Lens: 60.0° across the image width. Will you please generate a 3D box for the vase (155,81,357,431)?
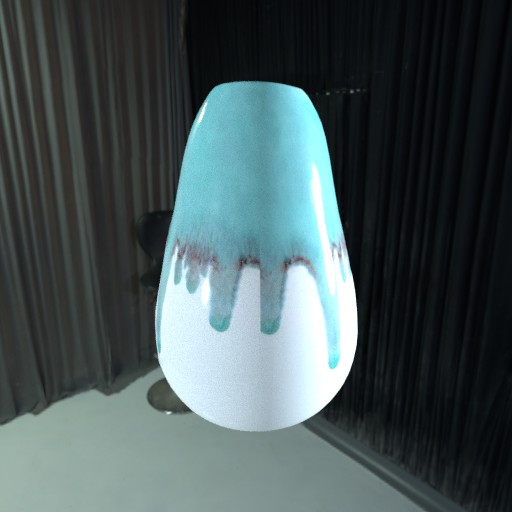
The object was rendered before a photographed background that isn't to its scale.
[{"bbox_3d":[0.000,0.000,0.249,0.116,0.179,0.116,0,16,0],"label":"vase"}]
